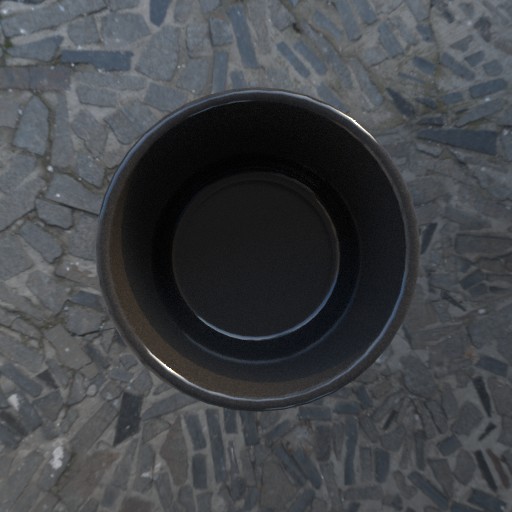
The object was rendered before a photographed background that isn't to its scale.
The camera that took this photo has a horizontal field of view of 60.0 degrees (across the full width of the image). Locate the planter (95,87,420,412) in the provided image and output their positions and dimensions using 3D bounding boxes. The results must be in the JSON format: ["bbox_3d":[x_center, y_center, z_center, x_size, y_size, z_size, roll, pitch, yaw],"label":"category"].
[{"bbox_3d":[0.000,0.000,0.396,0.196,0.264,0.196,0,88,-1],"label":"planter"}]
